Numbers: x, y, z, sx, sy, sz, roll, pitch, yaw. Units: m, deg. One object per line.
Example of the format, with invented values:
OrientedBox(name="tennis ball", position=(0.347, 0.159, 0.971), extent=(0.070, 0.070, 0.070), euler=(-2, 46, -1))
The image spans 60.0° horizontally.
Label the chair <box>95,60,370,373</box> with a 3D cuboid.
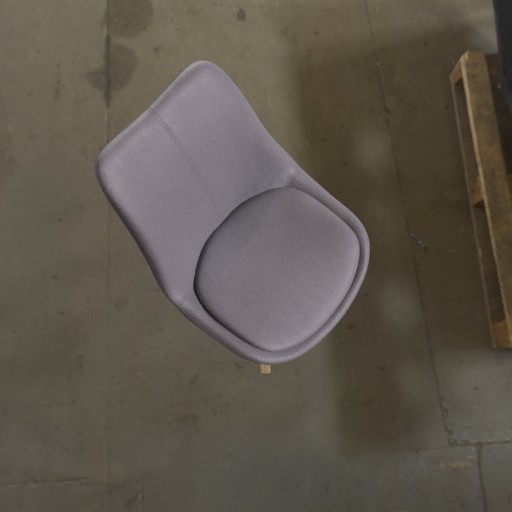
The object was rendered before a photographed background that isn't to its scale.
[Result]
OrientedBox(name="chair", position=(0.000, 0.000, 1.186), extent=(0.547, 0.865, 0.483), euler=(39, 78, 10))
